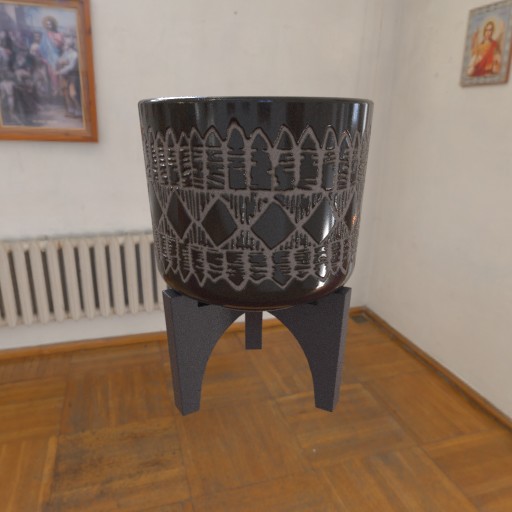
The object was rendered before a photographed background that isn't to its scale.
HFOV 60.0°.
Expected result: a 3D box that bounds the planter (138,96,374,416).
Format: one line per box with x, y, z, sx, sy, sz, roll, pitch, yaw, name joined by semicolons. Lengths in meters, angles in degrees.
0.000;0.000;0.536;0.251;0.355;0.251;9;20;26;planter
